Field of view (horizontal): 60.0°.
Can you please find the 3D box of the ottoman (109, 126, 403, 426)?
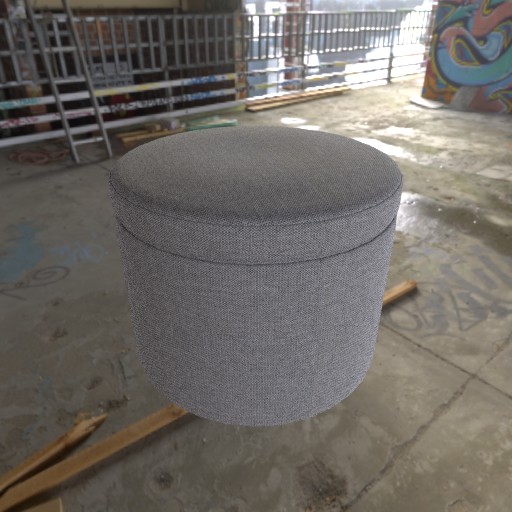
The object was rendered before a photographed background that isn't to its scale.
[{"bbox_3d":[0.000,0.000,0.869,0.500,0.419,0.500,0,30,0],"label":"ottoman"}]
